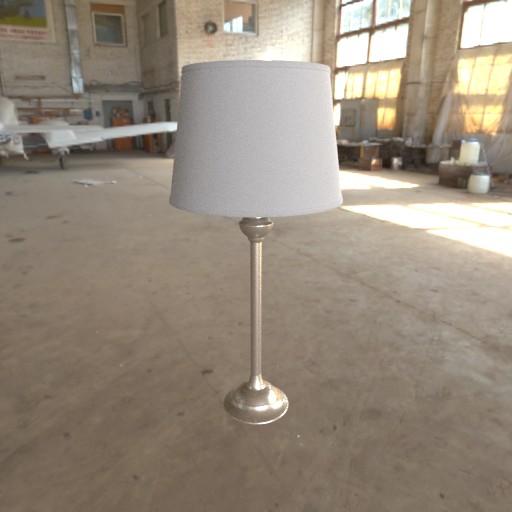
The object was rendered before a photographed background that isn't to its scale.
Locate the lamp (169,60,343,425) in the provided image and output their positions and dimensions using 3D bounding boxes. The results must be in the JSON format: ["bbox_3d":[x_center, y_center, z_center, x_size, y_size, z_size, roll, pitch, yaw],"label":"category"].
[{"bbox_3d":[0.000,0.000,0.894,0.331,0.698,0.331,0,18,0],"label":"lamp"}]
